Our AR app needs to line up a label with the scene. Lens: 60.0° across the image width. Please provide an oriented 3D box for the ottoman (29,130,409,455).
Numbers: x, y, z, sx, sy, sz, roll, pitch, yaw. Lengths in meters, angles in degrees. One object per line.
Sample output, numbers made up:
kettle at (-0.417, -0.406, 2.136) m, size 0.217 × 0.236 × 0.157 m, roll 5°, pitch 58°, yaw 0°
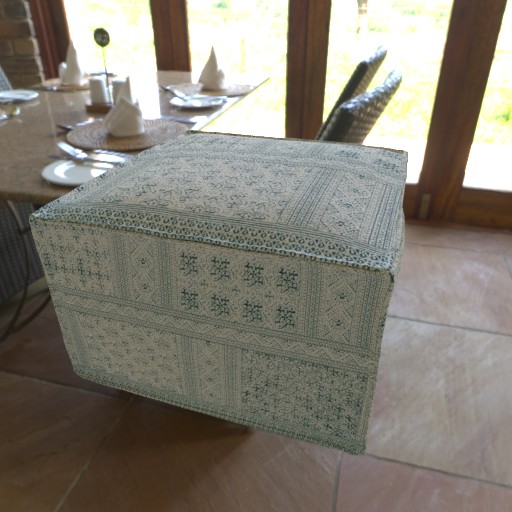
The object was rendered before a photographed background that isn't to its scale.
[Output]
ottoman at (0.000, 0.000, 1.009) m, size 0.626 × 0.439 × 0.617 m, roll 10°, pitch 31°, yaw 16°
